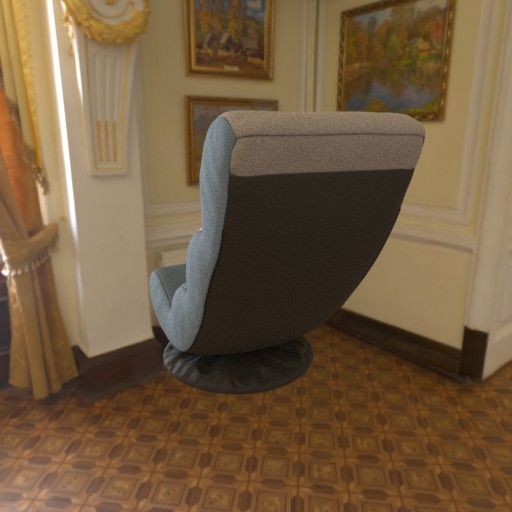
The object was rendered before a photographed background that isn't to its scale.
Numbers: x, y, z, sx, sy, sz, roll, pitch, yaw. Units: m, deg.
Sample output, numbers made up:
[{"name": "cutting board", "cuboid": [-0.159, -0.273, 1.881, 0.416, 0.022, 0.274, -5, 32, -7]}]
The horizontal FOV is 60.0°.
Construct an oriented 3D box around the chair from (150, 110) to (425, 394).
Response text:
[{"name": "chair", "cuboid": [0.000, 0.000, 1.069, 0.420, 0.641, 0.661, -7, 17, -24]}]
